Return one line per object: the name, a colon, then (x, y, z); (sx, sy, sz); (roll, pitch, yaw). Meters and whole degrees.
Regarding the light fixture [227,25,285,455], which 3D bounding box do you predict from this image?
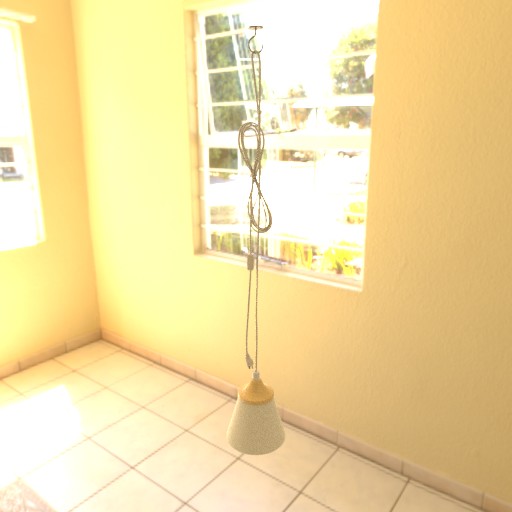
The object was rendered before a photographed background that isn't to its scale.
light fixture: (0.000, 0.000, 1.029); (0.153, 0.966, 0.153); (8, 17, 26)
